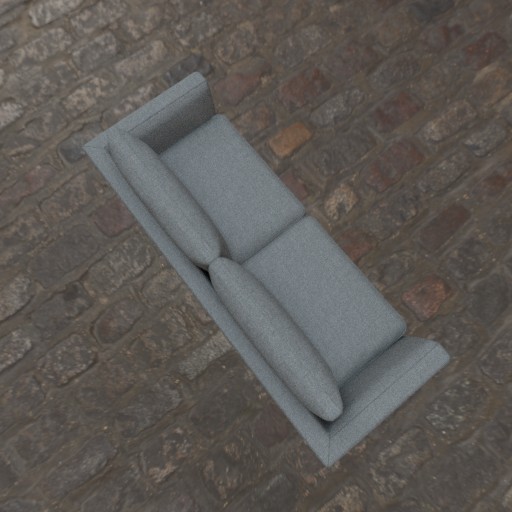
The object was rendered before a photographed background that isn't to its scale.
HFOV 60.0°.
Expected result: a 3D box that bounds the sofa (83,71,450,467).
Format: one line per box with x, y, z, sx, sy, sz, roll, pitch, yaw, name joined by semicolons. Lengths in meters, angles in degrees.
0.000;0.000;2.661;0.869;1.002;2.212;-37;78;-9;sofa
